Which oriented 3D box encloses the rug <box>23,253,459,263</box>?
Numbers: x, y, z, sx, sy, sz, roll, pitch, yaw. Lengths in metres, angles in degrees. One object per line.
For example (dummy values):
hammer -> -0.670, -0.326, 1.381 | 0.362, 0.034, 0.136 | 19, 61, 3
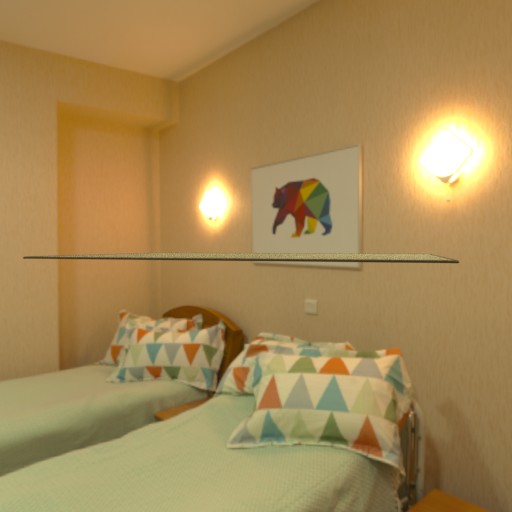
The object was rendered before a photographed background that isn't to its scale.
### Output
rug -> 0.000, 0.000, 2.753 | 2.133, 0.012, 1.523 | 0, 1, 18
